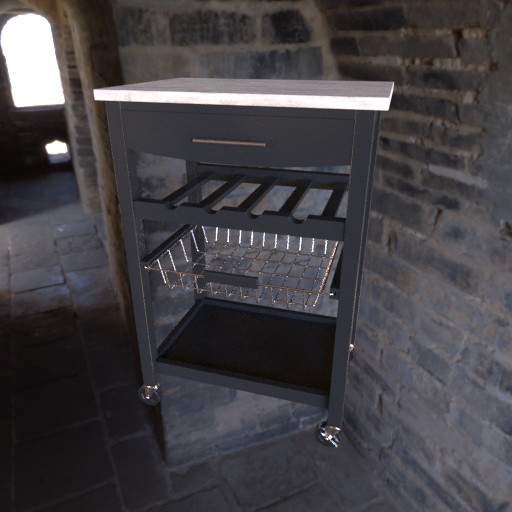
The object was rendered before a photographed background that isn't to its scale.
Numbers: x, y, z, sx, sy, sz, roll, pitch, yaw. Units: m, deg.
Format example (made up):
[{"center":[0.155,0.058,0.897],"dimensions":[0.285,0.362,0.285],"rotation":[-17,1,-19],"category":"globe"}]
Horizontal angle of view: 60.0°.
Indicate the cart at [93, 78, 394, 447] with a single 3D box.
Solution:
[{"center":[0.000,0.000,1.164],"dimensions":[0.584,0.839,0.403],"rotation":[7,26,15],"category":"cart"}]
